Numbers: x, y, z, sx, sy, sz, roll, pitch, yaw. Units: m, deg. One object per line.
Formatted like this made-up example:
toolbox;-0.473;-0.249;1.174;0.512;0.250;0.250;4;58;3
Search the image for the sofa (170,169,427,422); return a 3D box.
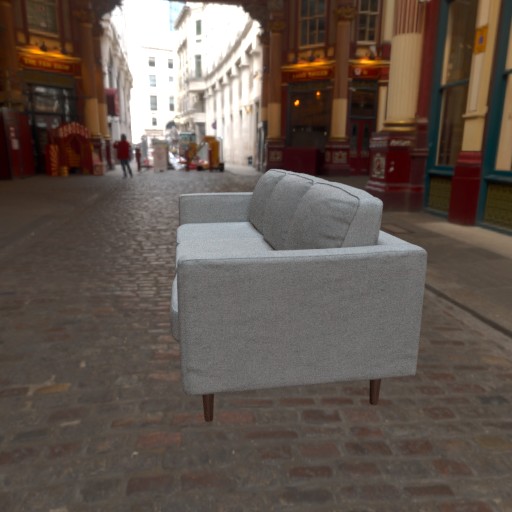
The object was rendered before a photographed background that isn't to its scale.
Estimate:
sofa;0.000;0.000;2.543;0.944;0.918;1.983;-2;15;-9
